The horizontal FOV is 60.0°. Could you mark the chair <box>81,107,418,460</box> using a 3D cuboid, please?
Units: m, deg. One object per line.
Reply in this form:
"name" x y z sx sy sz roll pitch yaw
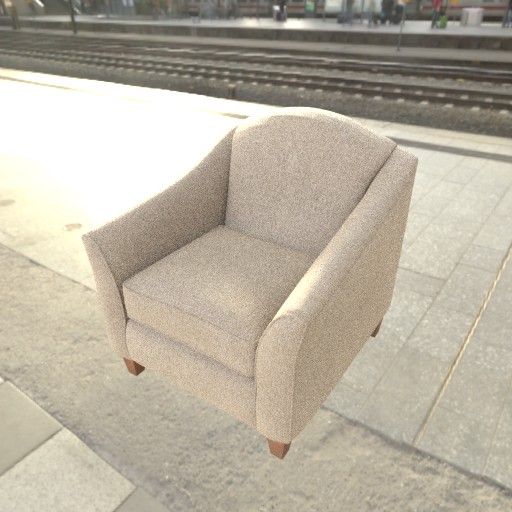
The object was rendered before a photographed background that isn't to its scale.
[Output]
"chair" 0.000 0.000 1.473 0.763 0.839 0.787 18 34 29
